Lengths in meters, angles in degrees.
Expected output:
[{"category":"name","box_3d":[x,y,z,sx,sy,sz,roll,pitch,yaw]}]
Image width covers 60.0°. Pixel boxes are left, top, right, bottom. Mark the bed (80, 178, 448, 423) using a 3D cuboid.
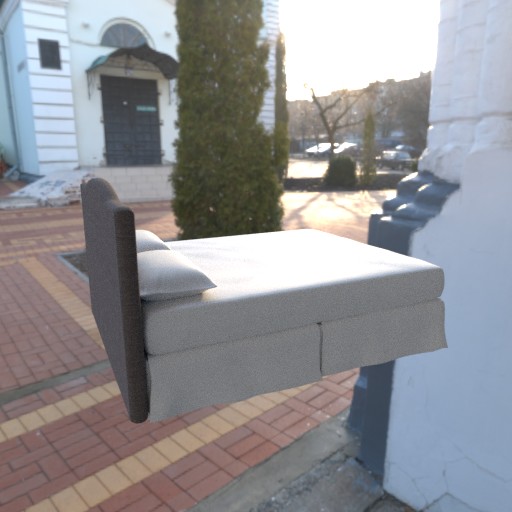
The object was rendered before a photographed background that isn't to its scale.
[{"category":"bed","box_3d":[0.000,0.000,3.992,2.689,1.457,2.161,-7,15,-25]}]
